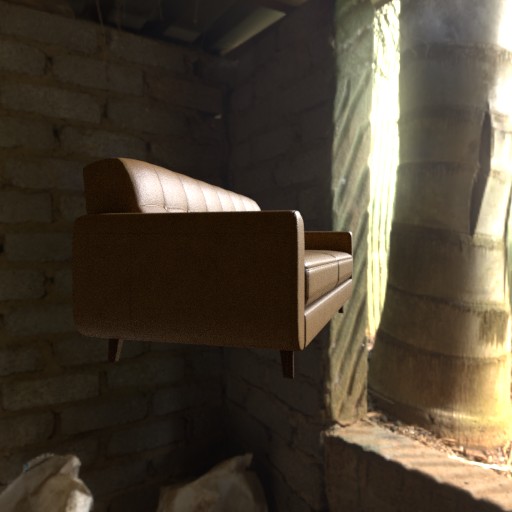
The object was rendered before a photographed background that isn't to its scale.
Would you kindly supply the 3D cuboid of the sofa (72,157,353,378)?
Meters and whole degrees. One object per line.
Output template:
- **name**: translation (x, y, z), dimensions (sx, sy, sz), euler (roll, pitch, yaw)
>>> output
- **sofa**: translation (0.000, 0.000, 2.655), dimensions (0.980, 0.892, 2.137), euler (0, 1, 17)
